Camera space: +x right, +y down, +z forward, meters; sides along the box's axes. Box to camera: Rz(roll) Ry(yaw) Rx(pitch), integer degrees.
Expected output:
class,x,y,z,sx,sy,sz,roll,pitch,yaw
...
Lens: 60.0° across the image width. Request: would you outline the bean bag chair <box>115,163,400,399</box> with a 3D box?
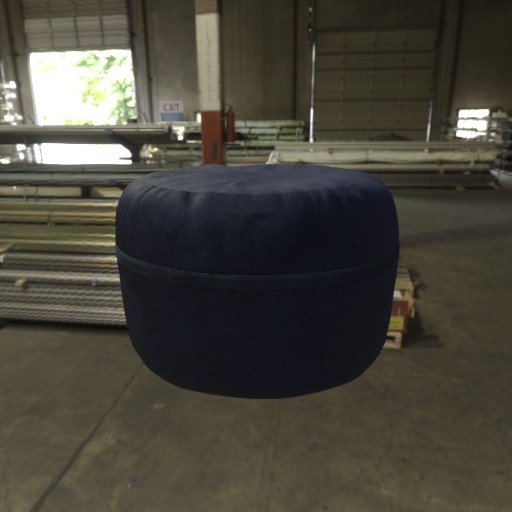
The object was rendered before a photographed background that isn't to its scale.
class,x,y,z,sx,sy,sz,roll,pitch,yaw
bean bag chair,0.000,0.000,1.986,1.219,0.762,1.219,0,16,0
